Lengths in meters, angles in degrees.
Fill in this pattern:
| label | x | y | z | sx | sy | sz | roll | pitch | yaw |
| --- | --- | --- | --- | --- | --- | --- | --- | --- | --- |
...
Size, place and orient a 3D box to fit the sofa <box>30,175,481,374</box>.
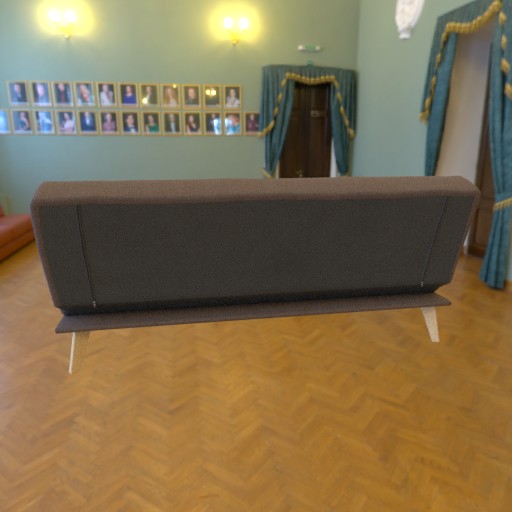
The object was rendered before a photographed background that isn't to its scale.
| label | x | y | z | sx | sy | sz | roll | pitch | yaw |
| --- | --- | --- | --- | --- | --- | --- | --- | --- | --- |
| sofa | 0.000 | 0.000 | 2.203 | 1.800 | 0.810 | 0.860 | -3 | 14 | -10 |
